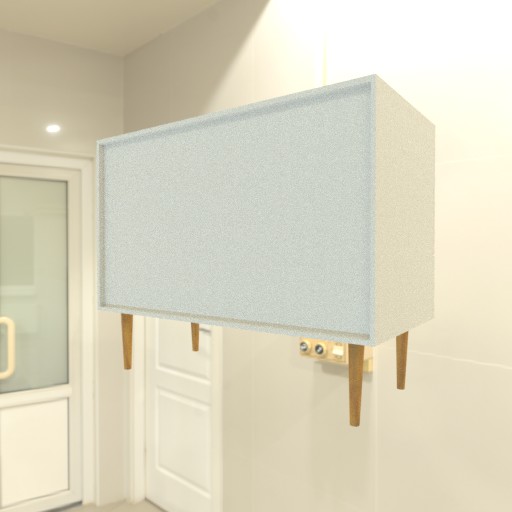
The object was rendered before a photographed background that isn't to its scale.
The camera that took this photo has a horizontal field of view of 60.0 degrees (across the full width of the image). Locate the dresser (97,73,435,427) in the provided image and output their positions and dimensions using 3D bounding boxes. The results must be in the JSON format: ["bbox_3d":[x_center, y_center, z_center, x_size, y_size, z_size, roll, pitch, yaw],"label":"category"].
[{"bbox_3d":[0.000,0.000,1.315,0.905,0.721,0.457,1,1,36],"label":"dresser"}]
